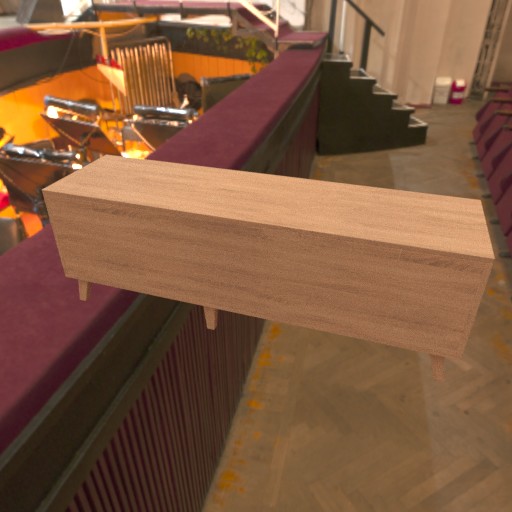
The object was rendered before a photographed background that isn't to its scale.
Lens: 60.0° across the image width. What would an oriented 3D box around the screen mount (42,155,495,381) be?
[{"bbox_3d":[0.000,0.000,1.700,1.500,0.510,0.400,10,33,15],"label":"screen mount"}]
